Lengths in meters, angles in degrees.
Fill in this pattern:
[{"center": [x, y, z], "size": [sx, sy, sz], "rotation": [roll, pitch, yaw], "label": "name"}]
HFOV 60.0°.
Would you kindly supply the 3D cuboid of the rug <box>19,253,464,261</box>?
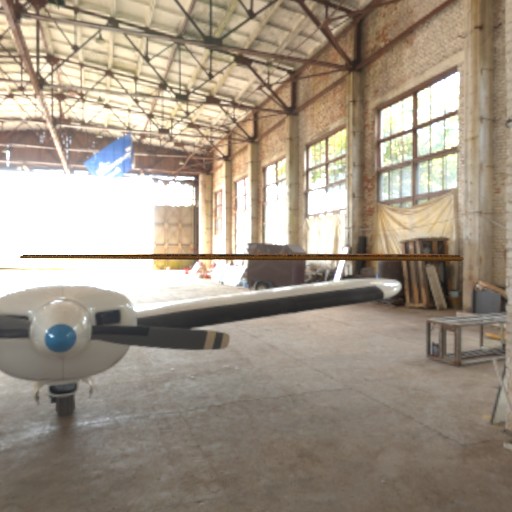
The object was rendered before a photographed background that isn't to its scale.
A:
[{"center": [0.000, 0.000, 2.837], "size": [2.204, 0.024, 1.588], "rotation": [0, 0, 17], "label": "rug"}]
